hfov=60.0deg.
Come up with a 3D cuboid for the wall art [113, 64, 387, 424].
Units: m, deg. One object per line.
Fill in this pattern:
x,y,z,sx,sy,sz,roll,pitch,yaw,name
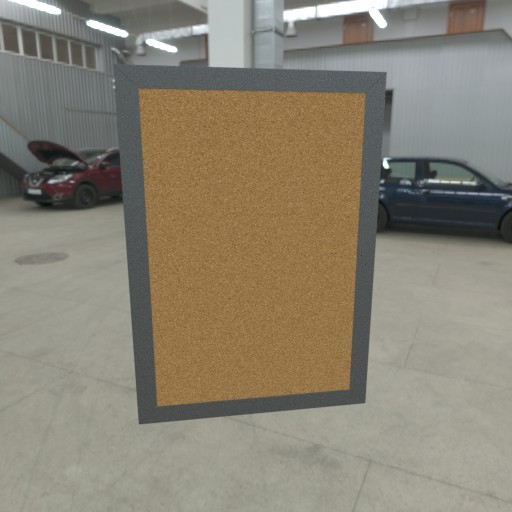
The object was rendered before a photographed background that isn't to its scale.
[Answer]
0.000,0.000,0.677,0.380,0.534,0.013,-2,14,-9,wall art
